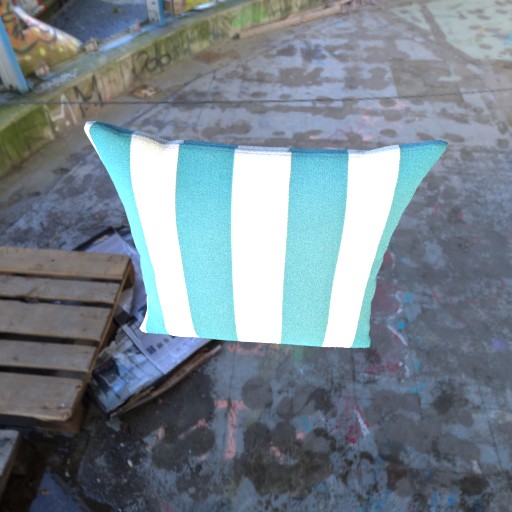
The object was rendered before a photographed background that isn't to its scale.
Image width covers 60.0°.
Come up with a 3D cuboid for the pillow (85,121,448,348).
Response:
[{"bbox_3d":[0.000,0.000,0.824,0.536,0.526,0.189,3,46,3],"label":"pillow"}]
